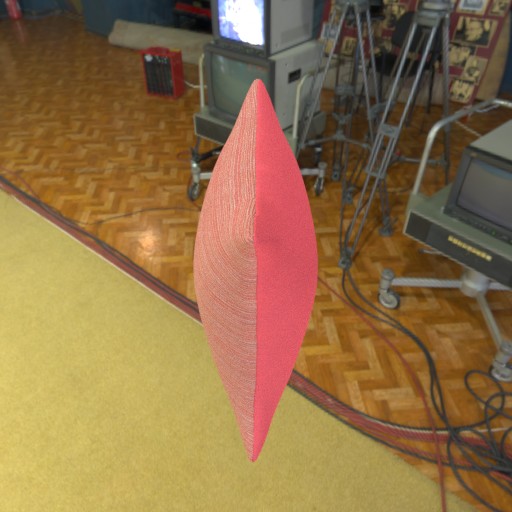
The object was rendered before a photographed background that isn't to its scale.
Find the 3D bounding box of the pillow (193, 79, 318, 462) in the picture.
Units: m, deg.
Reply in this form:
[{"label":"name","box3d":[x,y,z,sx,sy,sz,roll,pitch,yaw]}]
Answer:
[{"label":"pillow","box3d":[0.000,0.000,0.843,0.229,0.501,0.559,1,40,1]}]
